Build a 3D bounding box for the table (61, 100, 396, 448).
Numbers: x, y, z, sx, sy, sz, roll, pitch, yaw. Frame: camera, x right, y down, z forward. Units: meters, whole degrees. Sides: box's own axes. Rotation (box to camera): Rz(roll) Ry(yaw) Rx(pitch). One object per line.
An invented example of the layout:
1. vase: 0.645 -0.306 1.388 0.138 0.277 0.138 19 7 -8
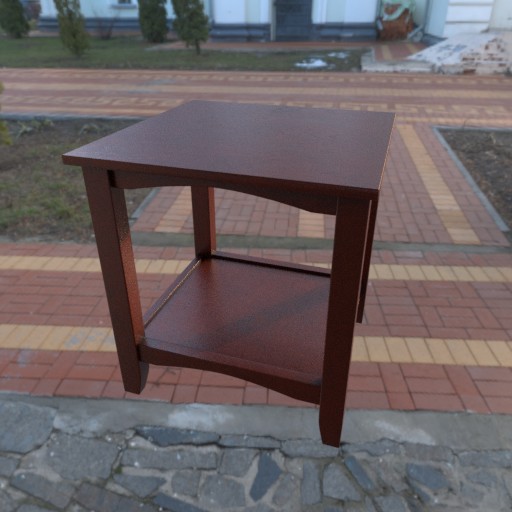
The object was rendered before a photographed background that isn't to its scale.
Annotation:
1. table: 0.000 0.000 0.993 0.523 0.558 0.522 10 31 18
